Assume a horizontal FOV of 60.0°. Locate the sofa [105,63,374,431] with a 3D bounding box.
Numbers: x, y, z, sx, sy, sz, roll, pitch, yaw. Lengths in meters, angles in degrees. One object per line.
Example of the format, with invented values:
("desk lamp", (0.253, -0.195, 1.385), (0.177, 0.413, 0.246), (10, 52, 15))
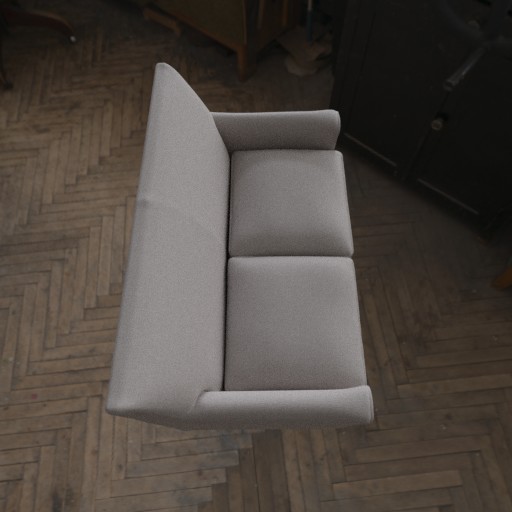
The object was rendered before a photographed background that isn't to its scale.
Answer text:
("sofa", (0.000, 0.000, 2.012), (0.888, 0.890, 1.482), (0, 63, 0))
